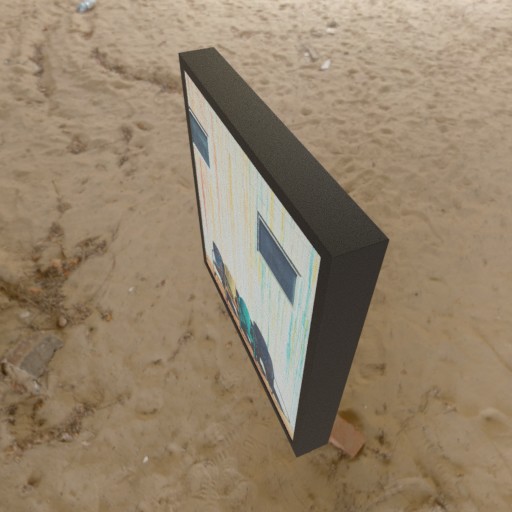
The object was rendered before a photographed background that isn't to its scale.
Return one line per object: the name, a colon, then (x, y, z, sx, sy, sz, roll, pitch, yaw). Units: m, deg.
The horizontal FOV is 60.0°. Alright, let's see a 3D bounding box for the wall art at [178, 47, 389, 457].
wall art: (0.000, 0.000, 0.455, 0.038, 0.304, 0.304, -17, 49, -16)
